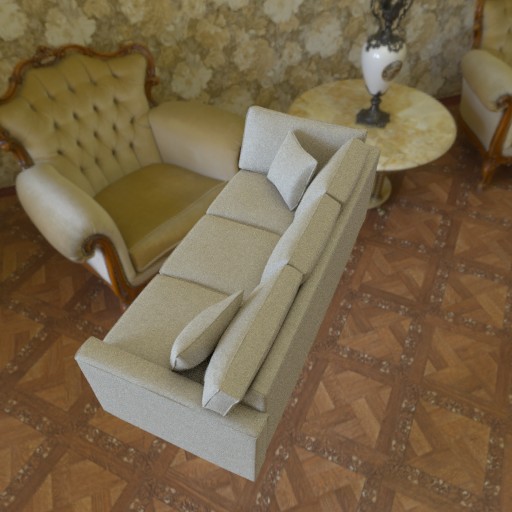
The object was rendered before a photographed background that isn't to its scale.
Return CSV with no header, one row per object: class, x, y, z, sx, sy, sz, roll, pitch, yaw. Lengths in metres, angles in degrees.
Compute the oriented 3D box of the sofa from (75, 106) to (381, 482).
sofa,0.000,0.000,2.918,1.053,0.948,2.323,18,48,17
